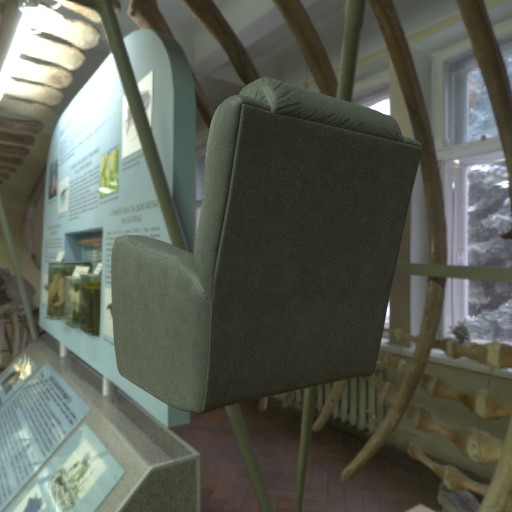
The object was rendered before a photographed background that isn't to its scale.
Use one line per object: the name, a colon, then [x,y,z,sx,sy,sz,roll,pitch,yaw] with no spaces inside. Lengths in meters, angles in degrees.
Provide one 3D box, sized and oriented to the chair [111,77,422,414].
chair: [0.000,0.000,1.906,0.965,1.116,1.068,0,0,-35]
